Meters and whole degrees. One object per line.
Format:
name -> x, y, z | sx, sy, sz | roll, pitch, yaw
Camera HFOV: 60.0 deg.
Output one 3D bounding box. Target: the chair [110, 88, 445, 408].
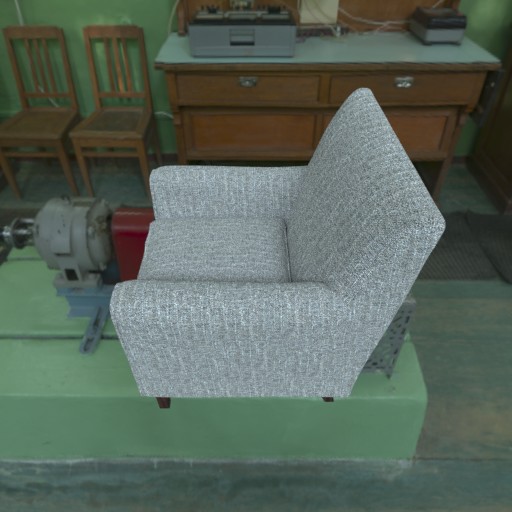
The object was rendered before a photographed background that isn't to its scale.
chair -> 0.000, 0.000, 1.635 | 0.873, 0.928, 0.864 | -1, 41, -1
